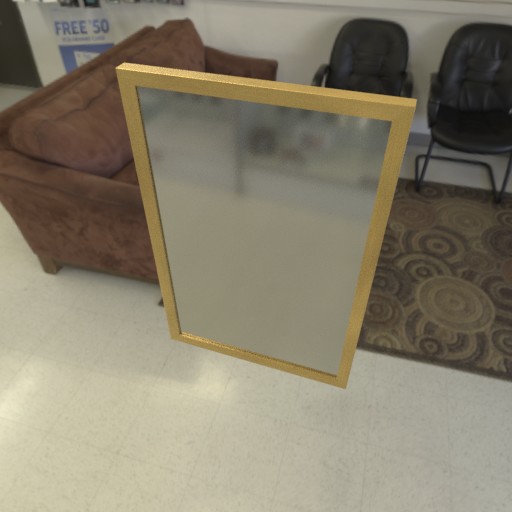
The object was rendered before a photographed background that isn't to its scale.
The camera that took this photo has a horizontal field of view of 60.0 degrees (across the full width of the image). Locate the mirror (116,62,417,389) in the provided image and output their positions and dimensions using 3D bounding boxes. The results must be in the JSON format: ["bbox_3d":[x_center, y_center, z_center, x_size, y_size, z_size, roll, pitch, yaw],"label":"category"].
[{"bbox_3d":[0.000,0.000,1.174,0.609,0.915,0.040,13,43,14],"label":"mirror"}]
